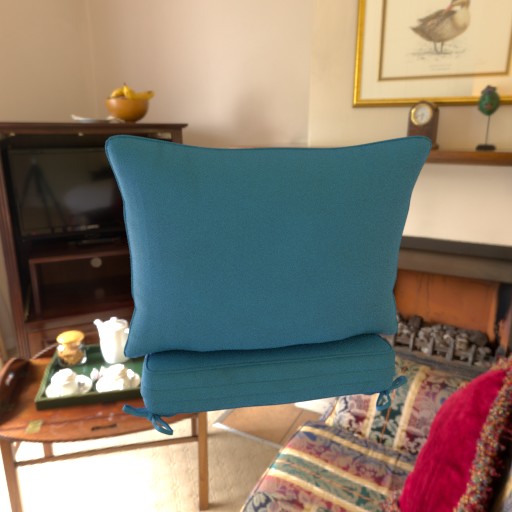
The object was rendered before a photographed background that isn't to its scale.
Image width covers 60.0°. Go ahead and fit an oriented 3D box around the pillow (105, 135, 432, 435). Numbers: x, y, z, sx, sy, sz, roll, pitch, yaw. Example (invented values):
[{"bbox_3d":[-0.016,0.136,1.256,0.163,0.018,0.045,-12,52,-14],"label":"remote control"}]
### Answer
[{"bbox_3d":[0.000,0.000,1.373,0.798,0.725,0.733,-3,16,-10],"label":"pillow"}]
